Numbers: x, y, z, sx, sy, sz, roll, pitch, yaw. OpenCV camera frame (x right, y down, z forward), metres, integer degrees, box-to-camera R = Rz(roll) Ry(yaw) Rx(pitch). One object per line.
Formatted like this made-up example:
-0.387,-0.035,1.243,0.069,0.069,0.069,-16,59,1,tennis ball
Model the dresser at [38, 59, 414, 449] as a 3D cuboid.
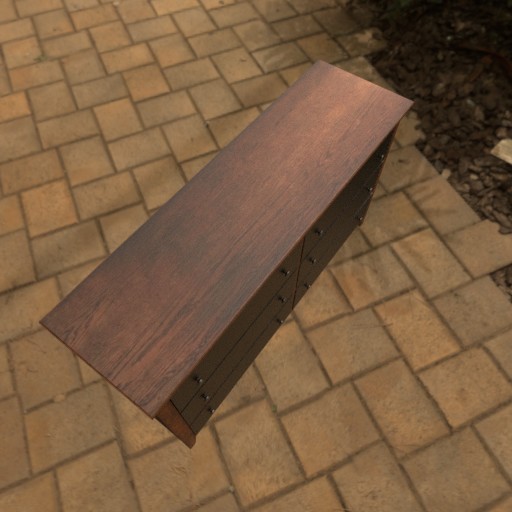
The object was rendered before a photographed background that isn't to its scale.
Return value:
0.000,0.000,1.931,0.463,0.856,1.551,33,64,18,dresser
